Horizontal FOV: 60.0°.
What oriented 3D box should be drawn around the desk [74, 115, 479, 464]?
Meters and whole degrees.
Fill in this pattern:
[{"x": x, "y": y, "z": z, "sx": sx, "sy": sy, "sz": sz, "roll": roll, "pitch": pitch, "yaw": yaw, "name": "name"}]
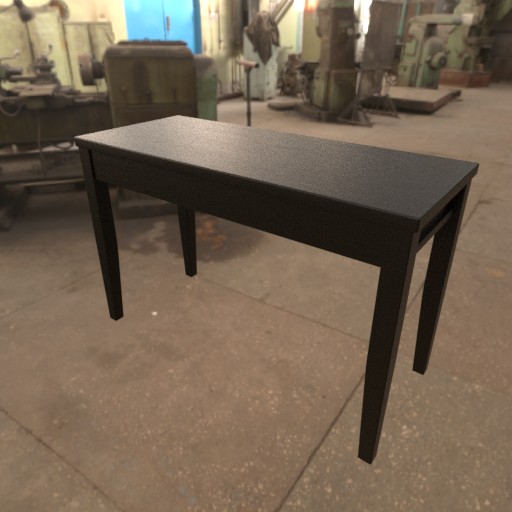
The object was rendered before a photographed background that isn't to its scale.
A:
[{"x": 0.000, "y": 0.000, "z": 1.592, "sx": 1.220, "sy": 0.775, "sz": 0.508, "roll": 19, "pitch": 33, "yaw": 32, "name": "desk"}]
